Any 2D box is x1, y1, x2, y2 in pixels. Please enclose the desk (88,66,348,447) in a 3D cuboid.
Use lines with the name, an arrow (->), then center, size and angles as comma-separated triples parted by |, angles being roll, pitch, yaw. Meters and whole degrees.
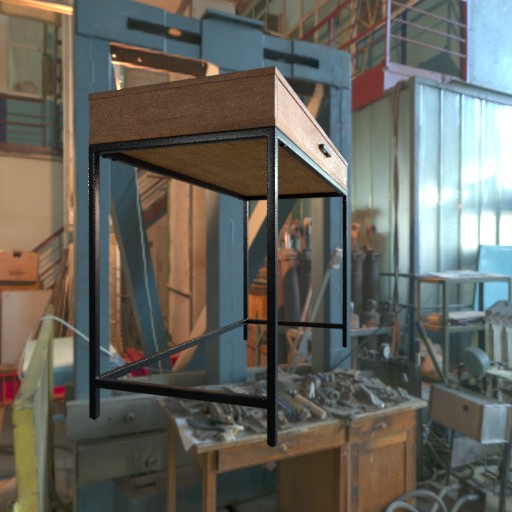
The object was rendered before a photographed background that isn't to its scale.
desk -> 0.000, 0.000, 1.436 | 0.470, 0.762, 1.016 | 0, 0, 20
